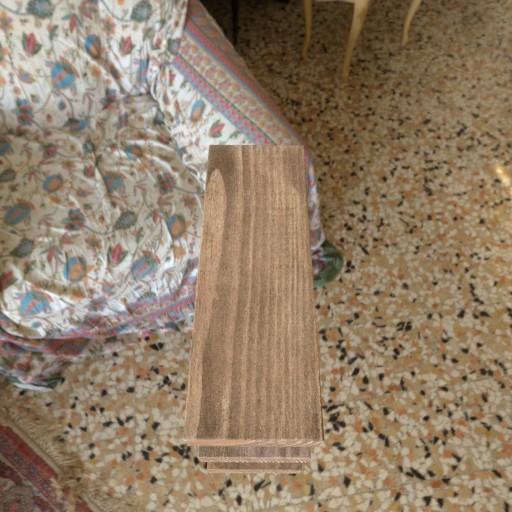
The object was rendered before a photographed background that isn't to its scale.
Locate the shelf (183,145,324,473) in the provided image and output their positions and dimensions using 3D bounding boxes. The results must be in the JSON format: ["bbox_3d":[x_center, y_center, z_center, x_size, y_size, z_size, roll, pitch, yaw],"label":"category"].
[{"bbox_3d":[0.000,0.000,0.722,0.140,0.293,0.610,0,58,0],"label":"shelf"}]
